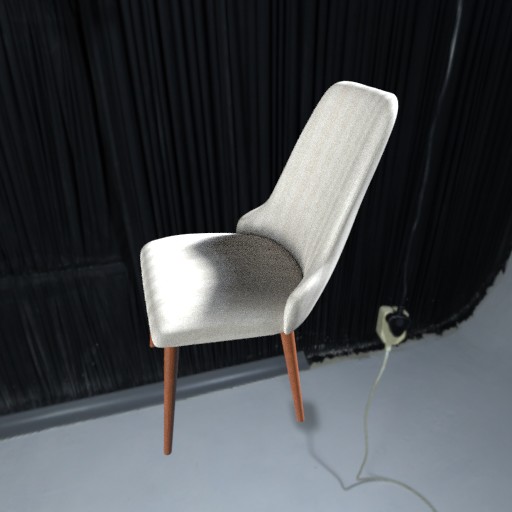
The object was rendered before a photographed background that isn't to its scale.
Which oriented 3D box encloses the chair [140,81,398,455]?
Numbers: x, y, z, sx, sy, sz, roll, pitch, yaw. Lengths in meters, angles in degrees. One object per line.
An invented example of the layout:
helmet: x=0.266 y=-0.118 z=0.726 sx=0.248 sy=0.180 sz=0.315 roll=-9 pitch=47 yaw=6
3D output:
chair: x=0.000 y=0.000 z=1.315 sx=0.684 sy=0.917 sz=0.526 roll=-8 pitch=30 yaw=-14
